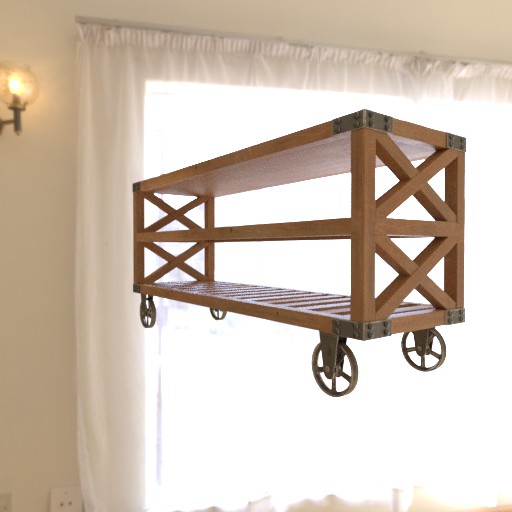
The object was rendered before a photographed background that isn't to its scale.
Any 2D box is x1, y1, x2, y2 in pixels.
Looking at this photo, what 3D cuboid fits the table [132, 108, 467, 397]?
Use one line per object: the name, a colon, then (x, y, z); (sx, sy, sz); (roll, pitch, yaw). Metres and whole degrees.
table: (0.000, 0.000, 1.767); (0.467, 0.711, 1.487); (-1, 1, -36)
